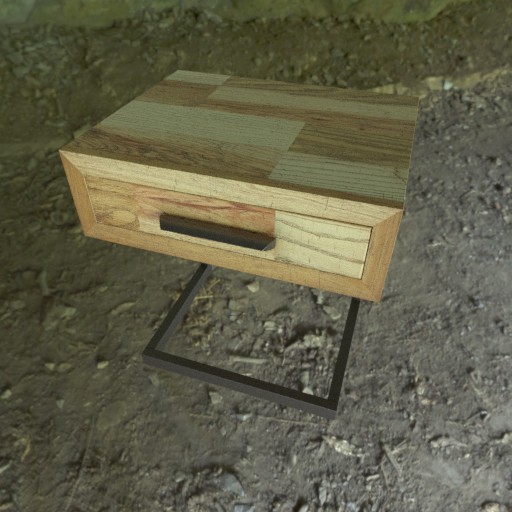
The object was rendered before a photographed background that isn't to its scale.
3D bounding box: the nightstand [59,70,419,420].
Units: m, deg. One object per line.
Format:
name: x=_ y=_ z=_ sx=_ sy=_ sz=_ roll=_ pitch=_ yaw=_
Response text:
nightstand: x=0.000 y=0.000 z=1.017 sx=0.558 sy=0.632 sz=0.481 roll=12 pitch=41 yaw=14
